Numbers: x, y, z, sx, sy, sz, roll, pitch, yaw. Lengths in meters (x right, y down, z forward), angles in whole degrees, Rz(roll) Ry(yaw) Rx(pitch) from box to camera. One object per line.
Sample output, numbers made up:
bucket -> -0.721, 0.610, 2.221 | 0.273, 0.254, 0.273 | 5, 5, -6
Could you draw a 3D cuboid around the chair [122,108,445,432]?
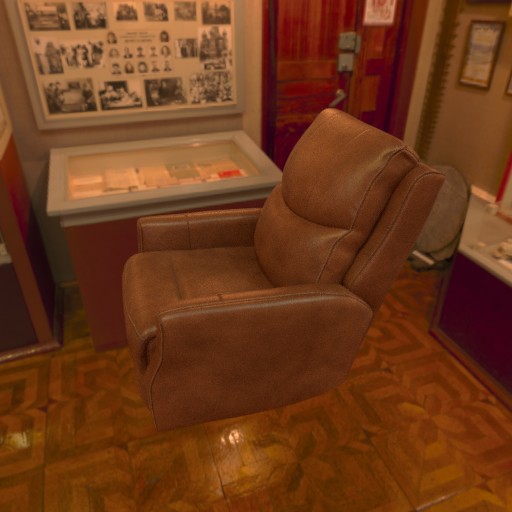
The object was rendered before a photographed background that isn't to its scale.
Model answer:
chair -> 0.000, 0.000, 1.774 | 1.072, 1.016, 0.821 | -9, 32, -15
